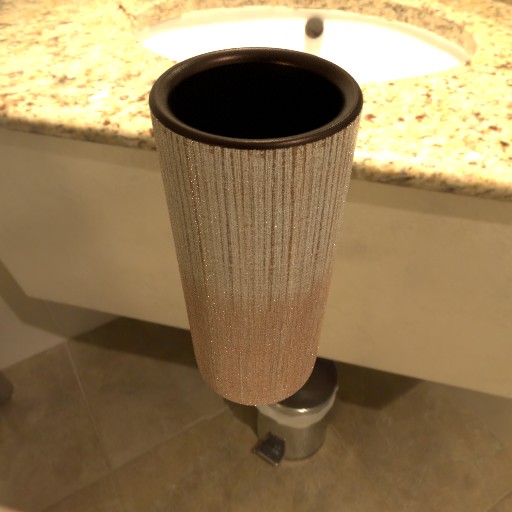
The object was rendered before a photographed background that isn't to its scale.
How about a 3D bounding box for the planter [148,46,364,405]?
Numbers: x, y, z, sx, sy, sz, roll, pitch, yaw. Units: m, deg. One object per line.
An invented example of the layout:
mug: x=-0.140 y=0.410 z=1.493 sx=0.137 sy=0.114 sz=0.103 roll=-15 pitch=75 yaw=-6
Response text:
planter: x=0.000 y=0.000 z=0.288 sx=0.100 sy=0.227 sz=0.100 roll=16 pitch=48 yaw=15
